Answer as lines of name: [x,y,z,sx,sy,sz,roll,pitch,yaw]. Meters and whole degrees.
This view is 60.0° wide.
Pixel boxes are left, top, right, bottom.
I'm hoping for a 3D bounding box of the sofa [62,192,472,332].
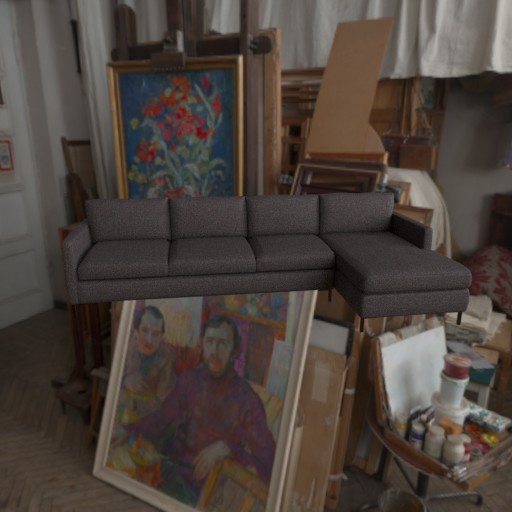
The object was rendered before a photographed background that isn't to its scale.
sofa: [0.000,0.000,3.897,3.221,0.892,1.483,-2,17,-8]
